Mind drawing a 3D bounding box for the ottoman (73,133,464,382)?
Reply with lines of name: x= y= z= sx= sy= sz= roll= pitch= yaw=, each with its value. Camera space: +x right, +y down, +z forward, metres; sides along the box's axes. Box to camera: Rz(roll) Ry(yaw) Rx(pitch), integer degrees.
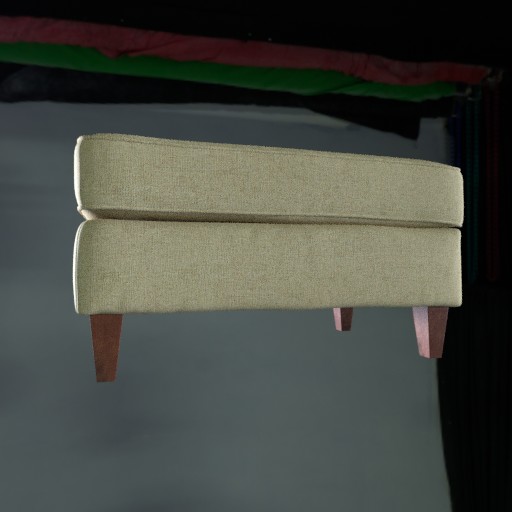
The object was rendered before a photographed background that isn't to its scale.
ottoman: x=0.000 y=0.000 z=1.167 sx=0.862 sy=0.484 sz=0.583 roll=0 pitch=-1 yaw=-17
